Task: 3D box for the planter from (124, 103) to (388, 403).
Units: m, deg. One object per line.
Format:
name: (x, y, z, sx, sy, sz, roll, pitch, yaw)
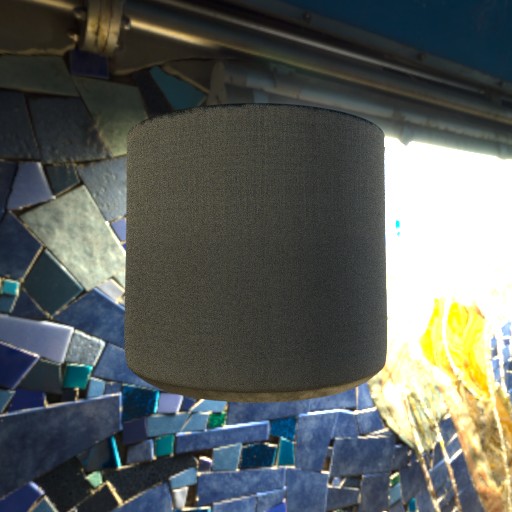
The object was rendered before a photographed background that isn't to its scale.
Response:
planter: (0.000, 0.000, 0.396, 0.226, 0.201, 0.226, 0, 0, 0)
